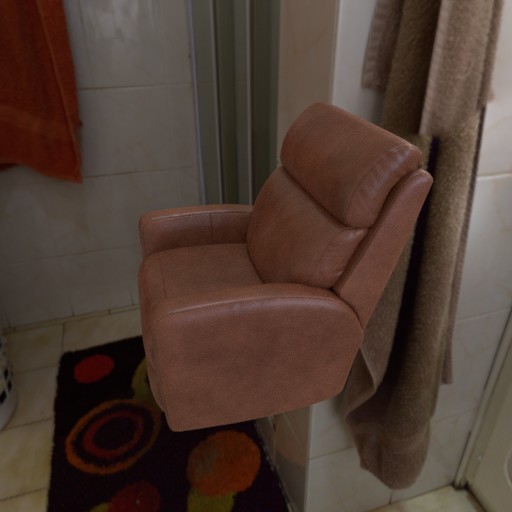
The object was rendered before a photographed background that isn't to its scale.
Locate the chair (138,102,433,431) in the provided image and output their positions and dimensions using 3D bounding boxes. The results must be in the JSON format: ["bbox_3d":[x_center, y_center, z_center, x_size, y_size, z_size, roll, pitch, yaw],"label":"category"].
[{"bbox_3d":[0.000,0.000,1.736,0.939,1.016,0.787,-8,31,-14],"label":"chair"}]
